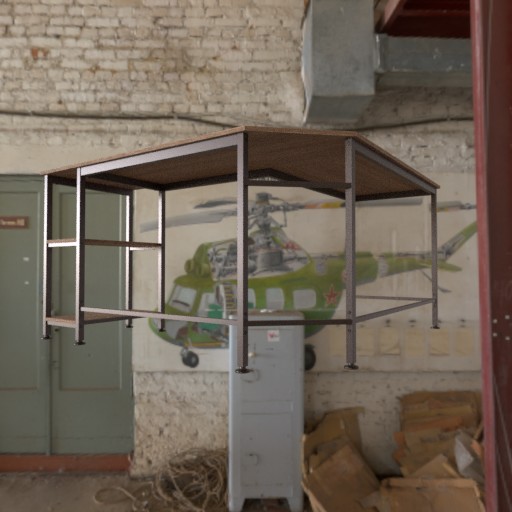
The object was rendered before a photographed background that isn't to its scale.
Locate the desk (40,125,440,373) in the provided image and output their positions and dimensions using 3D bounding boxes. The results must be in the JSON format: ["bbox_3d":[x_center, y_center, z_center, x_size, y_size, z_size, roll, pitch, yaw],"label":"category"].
[{"bbox_3d":[0.000,0.000,2.130,1.379,0.739,1.379,-1,-2,35],"label":"desk"}]
